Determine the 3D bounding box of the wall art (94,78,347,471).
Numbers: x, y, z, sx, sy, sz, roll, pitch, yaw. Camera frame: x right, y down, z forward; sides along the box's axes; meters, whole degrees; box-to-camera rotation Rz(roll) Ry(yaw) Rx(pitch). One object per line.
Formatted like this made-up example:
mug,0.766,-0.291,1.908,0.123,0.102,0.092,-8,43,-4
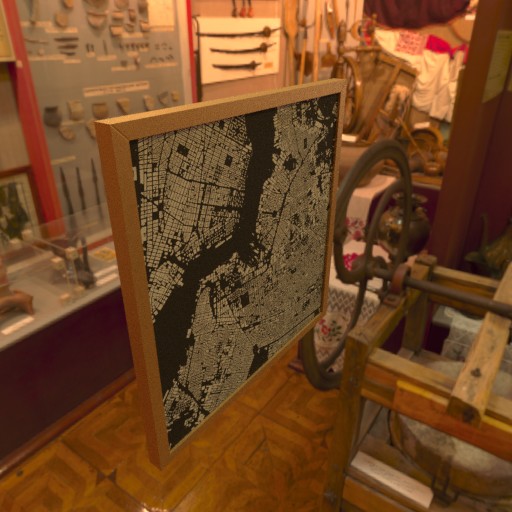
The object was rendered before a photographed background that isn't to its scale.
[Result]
wall art,0.000,0.000,2.789,0.099,1.926,1.926,19,33,32
